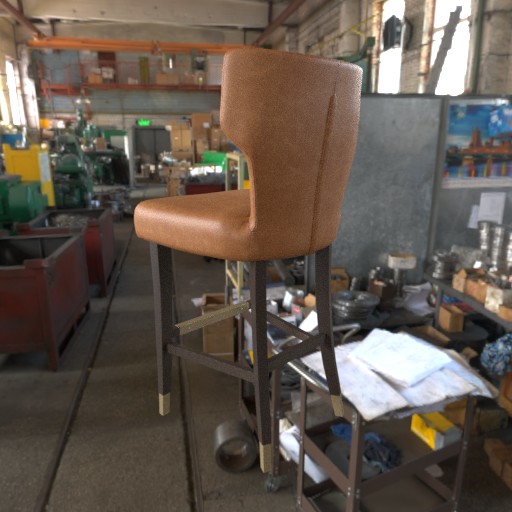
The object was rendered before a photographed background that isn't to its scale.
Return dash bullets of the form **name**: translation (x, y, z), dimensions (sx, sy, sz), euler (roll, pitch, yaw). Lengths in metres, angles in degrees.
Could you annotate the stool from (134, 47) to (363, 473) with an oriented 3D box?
- **stool**: translation (0.000, 0.000, 1.375), dimensions (0.563, 1.092, 0.526), euler (14, 20, 43)
